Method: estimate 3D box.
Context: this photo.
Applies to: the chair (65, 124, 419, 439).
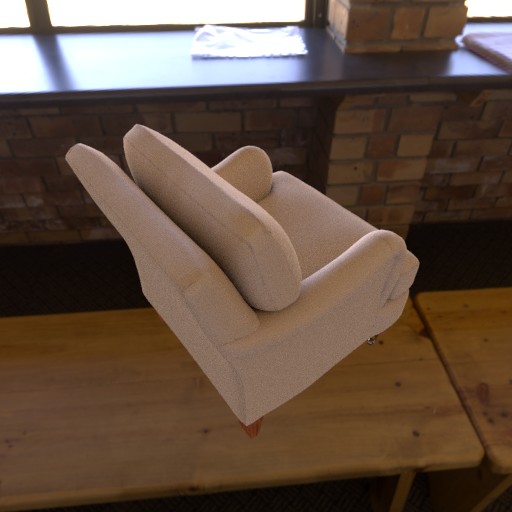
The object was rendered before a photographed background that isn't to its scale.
[{"bbox_3d":[0.000,0.000,1.852,1.070,1.038,0.955,-26,47,-27],"label":"chair"}]
